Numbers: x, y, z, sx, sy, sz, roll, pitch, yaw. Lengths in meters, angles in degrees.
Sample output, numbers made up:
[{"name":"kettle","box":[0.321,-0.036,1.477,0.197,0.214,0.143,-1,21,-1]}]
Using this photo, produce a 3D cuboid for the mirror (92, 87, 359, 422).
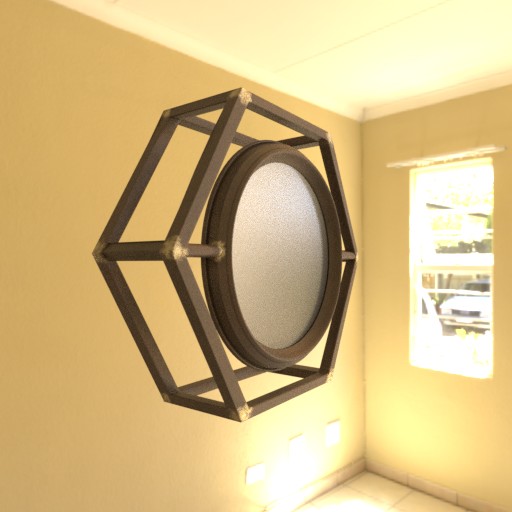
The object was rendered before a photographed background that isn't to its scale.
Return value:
[{"name":"mirror","box":[0.000,0.000,0.550,0.119,0.334,0.380,-1,-1,36]}]
